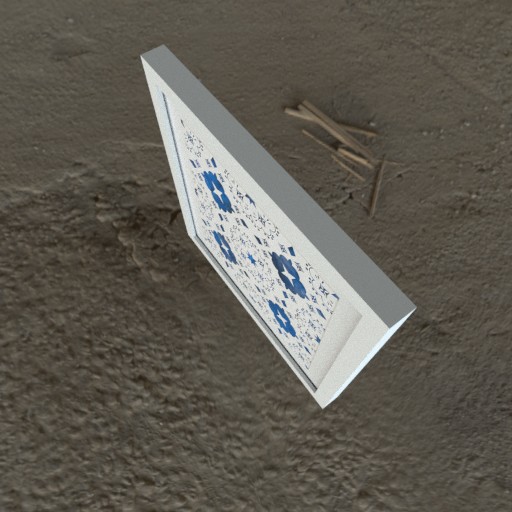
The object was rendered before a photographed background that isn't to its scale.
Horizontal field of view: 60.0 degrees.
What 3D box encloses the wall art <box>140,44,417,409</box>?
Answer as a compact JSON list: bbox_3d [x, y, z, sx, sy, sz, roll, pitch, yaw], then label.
[{"bbox_3d":[0.000,0.000,0.539,0.027,0.355,0.355,-33,67,-16],"label":"wall art"}]
